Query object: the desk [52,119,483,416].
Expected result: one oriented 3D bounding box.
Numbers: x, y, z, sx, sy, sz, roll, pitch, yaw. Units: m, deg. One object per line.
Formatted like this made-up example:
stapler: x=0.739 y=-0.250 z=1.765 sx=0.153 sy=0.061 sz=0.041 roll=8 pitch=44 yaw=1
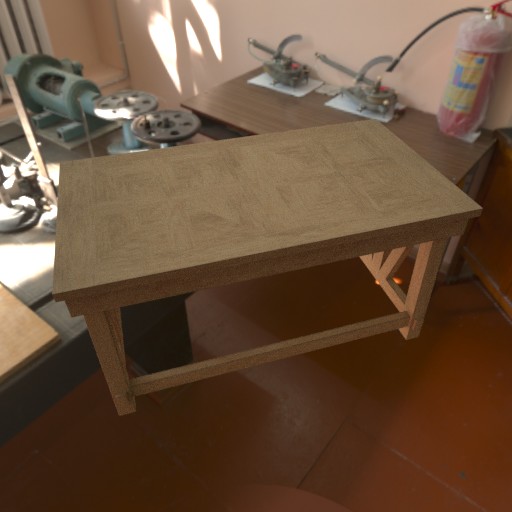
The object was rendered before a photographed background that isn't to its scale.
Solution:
desk: x=0.000 y=0.000 z=2.009 sx=1.499 sy=0.762 sz=0.813 roll=-11 pitch=42 yaw=-13
